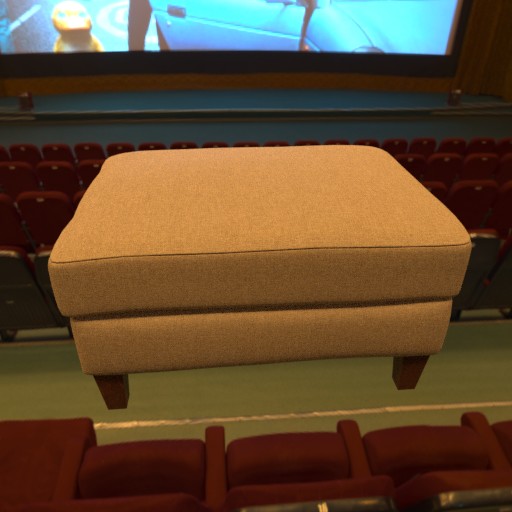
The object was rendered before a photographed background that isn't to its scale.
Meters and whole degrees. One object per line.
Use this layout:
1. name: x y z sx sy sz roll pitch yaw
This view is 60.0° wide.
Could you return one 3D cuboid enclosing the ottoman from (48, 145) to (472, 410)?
1. ottoman: 0.000 0.000 1.272 0.898 0.519 0.677 -3 31 -4
